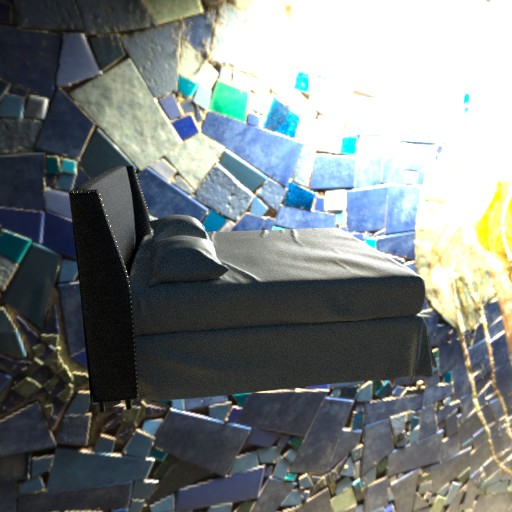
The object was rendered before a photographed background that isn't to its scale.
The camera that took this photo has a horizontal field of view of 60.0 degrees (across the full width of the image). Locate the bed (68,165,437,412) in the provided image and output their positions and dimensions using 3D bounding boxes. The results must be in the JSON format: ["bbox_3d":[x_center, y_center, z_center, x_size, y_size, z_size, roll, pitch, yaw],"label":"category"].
[{"bbox_3d":[0.000,0.000,3.491,2.276,1.332,1.925,-3,16,-9],"label":"bed"}]
